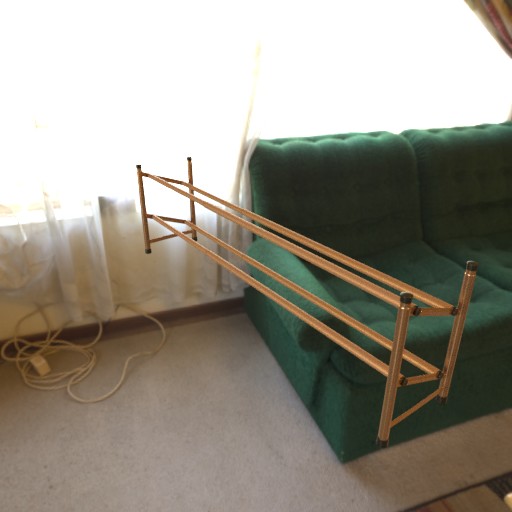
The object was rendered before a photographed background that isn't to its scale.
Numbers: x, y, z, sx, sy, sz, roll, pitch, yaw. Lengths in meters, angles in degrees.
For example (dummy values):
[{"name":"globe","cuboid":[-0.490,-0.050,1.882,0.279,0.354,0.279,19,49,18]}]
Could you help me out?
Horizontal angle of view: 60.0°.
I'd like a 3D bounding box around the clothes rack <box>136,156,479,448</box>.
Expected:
[{"name":"clothes rack","cuboid":[0.000,0.000,1.296,0.229,0.349,1.168,-17,30,-32]}]
